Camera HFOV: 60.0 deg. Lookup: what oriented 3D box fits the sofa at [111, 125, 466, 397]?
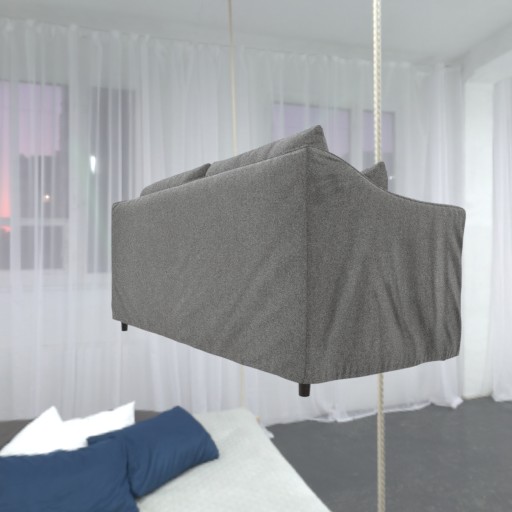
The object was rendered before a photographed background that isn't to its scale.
[{"bbox_3d":[0.000,0.000,2.595,1.072,1.018,2.010,0,-1,-37],"label":"sofa"}]
